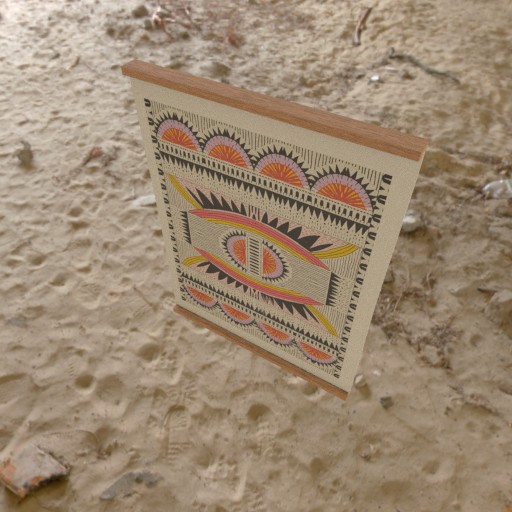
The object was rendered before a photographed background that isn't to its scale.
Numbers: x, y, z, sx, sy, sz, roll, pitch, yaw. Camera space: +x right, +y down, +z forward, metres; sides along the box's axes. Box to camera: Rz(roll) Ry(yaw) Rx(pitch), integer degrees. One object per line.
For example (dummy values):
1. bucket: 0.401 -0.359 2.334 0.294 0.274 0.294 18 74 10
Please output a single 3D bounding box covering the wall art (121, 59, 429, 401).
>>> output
1. wall art: 0.000 0.000 0.708 0.403 0.527 0.028 23 50 21
